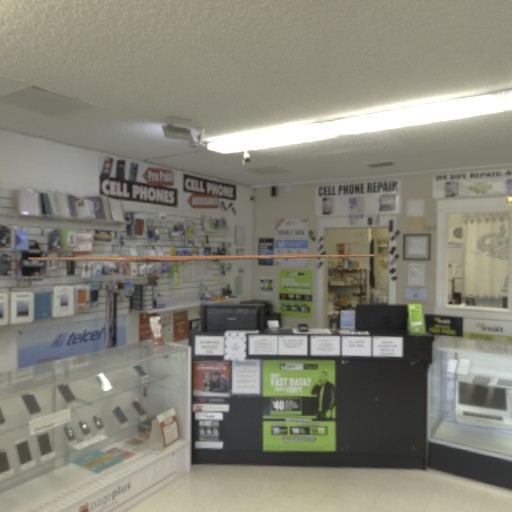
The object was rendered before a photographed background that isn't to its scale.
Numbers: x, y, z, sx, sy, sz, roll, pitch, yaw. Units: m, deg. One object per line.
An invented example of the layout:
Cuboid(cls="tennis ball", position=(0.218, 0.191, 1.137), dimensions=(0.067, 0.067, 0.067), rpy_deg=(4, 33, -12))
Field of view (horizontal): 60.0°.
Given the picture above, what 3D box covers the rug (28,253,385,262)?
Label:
Cuboid(cls="rug", position=(0.000, 0.000, 2.759), dimensions=(0.799, 0.030, 2.444), rpy_deg=(0, 1, 35))
